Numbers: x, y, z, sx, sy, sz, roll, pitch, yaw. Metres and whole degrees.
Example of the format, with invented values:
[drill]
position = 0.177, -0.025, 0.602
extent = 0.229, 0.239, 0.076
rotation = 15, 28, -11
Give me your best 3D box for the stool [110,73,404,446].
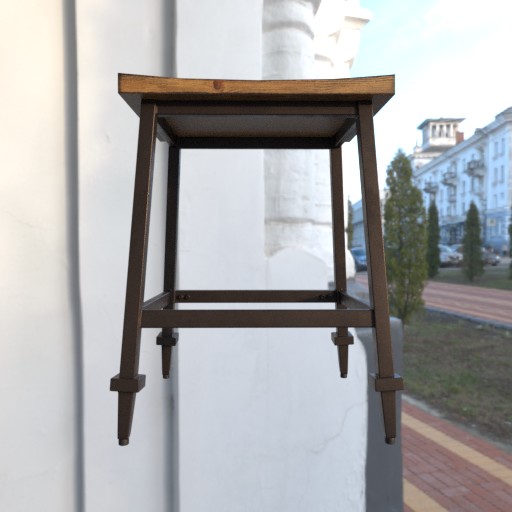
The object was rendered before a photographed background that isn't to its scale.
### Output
[stool]
position = 0.000, 0.000, 0.928
extent = 0.486, 0.625, 0.405
rotation = 0, 1, -1
